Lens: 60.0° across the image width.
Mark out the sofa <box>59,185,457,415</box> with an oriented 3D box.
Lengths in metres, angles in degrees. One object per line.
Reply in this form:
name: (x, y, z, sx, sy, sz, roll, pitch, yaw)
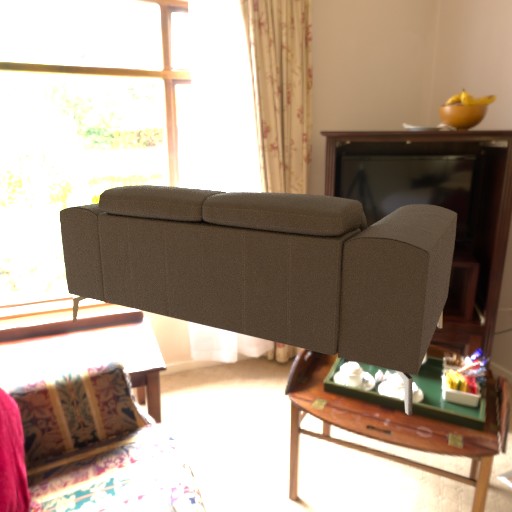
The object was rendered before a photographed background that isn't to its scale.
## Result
sofa: (0.000, 0.000, 2.390, 1.895, 0.779, 1.003, 8, 16, 28)
